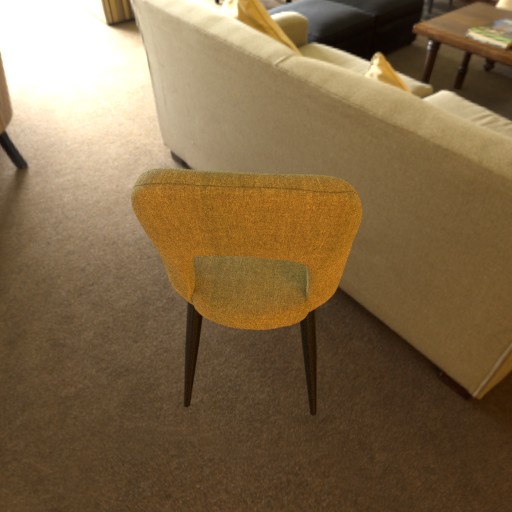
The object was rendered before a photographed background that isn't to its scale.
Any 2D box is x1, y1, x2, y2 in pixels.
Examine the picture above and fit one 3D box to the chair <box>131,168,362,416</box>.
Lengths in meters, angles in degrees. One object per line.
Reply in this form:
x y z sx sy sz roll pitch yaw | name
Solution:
0.000 0.000 1.223 0.470 0.931 0.612 3 46 3 | chair
